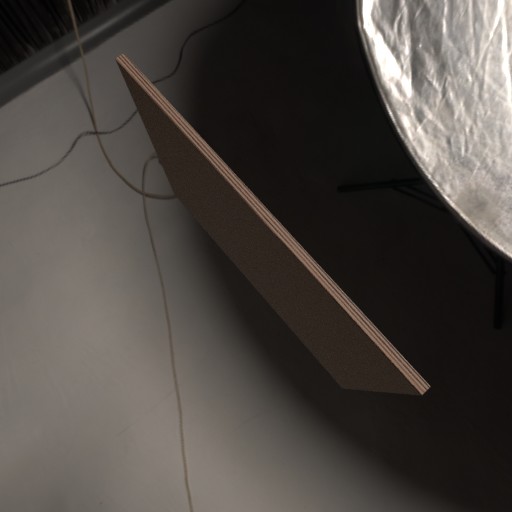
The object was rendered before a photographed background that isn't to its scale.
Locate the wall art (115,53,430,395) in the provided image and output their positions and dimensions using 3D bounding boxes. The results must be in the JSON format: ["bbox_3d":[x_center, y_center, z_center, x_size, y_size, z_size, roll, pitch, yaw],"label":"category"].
[{"bbox_3d":[0.000,0.000,0.677,0.013,0.406,0.508,-39,78,-10],"label":"wall art"}]
